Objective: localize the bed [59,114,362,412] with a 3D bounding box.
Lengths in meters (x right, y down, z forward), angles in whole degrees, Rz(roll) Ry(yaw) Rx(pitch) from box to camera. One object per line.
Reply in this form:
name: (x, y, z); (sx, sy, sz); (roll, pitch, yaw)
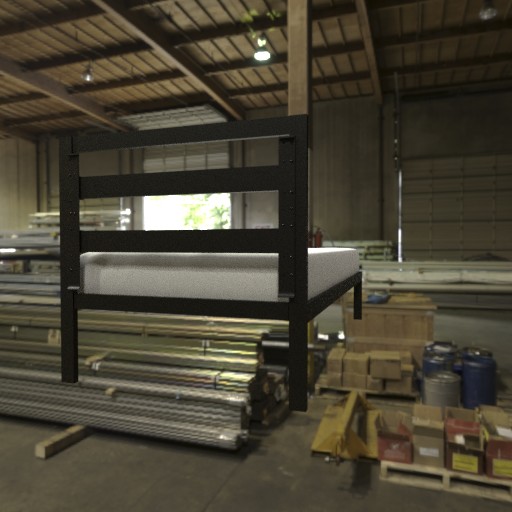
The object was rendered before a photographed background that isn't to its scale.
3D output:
bed: (0.000, 0.000, 2.496); (0.991, 0.967, 1.930); (0, 2, 19)
